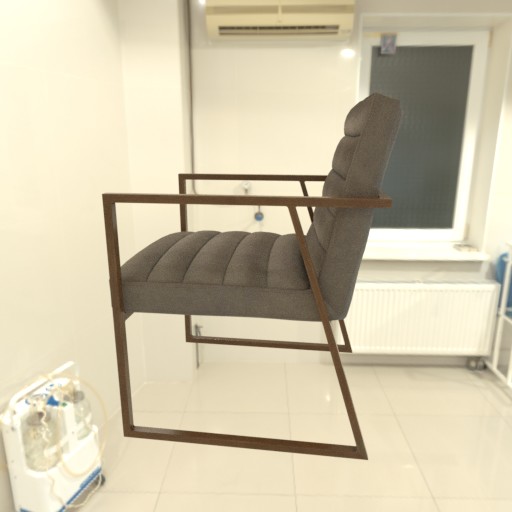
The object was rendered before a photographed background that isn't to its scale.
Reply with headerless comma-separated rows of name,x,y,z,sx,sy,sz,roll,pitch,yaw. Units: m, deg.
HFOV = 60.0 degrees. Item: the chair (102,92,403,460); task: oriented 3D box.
chair,0.000,0.000,1.276,0.682,0.843,0.578,2,15,8
